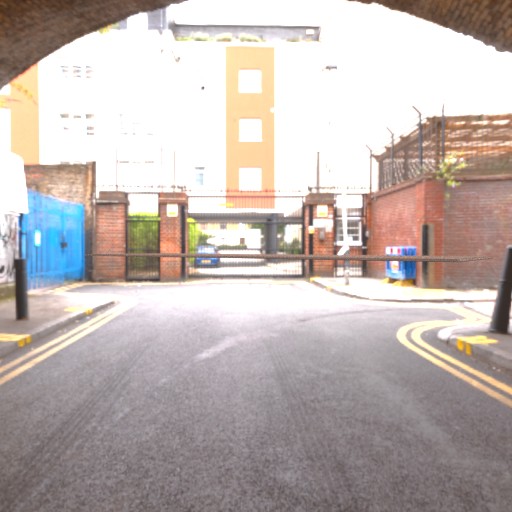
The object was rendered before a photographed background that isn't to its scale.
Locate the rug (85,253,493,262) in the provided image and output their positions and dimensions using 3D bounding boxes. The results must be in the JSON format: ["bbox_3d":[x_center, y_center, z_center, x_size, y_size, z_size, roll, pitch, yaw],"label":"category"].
[{"bbox_3d":[0.000,0.000,2.403,2.196,0.011,0.662,1,1,37],"label":"rug"}]
